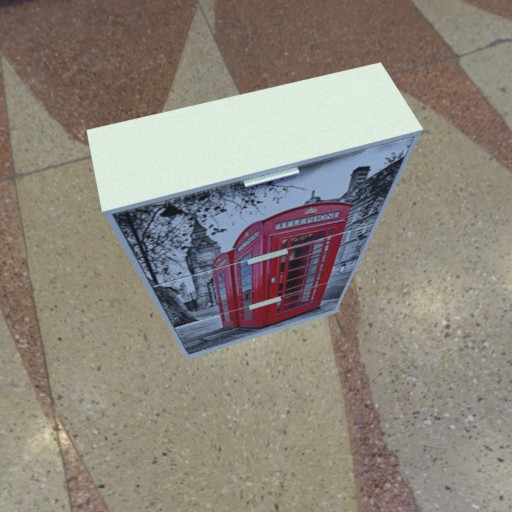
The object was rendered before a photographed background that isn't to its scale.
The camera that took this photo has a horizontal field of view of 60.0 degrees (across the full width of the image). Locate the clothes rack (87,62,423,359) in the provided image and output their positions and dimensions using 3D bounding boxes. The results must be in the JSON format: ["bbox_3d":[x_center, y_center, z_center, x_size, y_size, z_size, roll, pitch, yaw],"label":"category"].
[{"bbox_3d":[0.000,0.000,1.602,0.750,1.280,0.250,-16,64,-8],"label":"clothes rack"}]
